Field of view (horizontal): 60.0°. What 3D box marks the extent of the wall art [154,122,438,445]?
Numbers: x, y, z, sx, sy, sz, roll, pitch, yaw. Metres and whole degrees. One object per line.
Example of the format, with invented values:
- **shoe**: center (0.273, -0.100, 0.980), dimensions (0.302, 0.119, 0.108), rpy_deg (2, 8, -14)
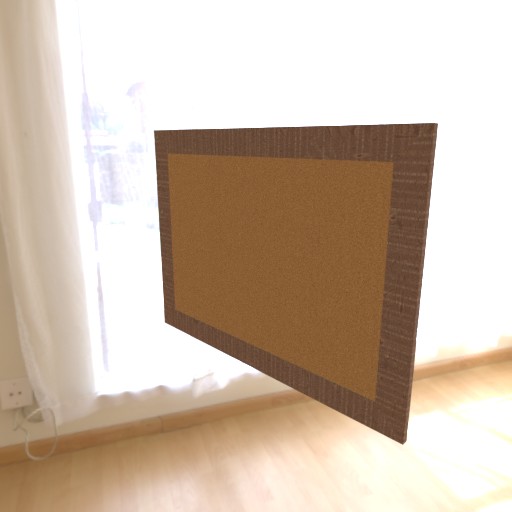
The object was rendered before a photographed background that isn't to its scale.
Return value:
- **wall art**: center (0.000, 0.000, 1.366), dimensions (0.020, 0.761, 1.056), rpy_deg (-14, 20, -42)
